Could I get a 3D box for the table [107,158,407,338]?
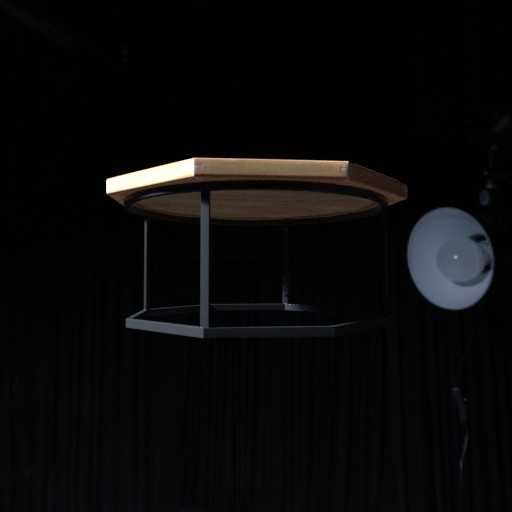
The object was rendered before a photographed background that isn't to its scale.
[{"bbox_3d":[0.000,0.000,1.543,1.002,0.444,1.002,0,-2,0],"label":"table"}]
